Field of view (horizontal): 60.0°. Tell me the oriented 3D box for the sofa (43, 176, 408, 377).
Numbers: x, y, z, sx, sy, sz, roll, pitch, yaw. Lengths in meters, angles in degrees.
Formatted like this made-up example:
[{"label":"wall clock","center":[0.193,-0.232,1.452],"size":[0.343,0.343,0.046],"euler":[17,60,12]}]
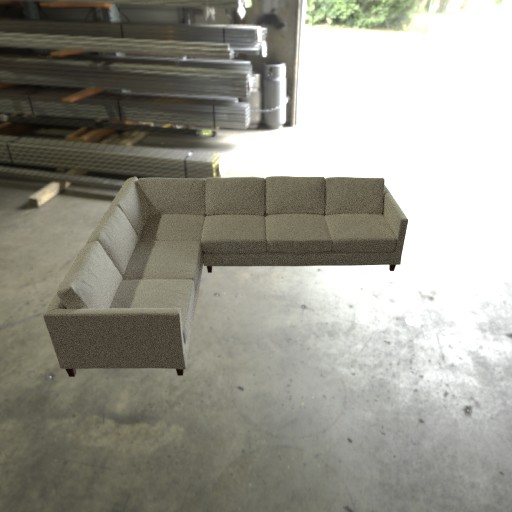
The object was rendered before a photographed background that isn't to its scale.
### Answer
[{"label":"sofa","center":[0.000,0.000,4.424],"size":[3.182,0.863,2.432],"euler":[0,32,-1]}]
